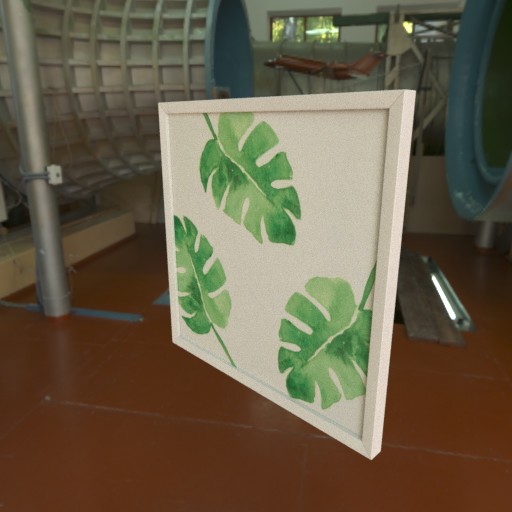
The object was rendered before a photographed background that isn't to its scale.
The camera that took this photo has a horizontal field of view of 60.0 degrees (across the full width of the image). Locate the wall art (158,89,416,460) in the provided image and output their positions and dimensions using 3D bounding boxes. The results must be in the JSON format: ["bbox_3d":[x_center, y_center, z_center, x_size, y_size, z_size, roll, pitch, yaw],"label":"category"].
[{"bbox_3d":[0.000,0.000,1.133,0.040,0.762,0.762,-16,23,-42],"label":"wall art"}]
